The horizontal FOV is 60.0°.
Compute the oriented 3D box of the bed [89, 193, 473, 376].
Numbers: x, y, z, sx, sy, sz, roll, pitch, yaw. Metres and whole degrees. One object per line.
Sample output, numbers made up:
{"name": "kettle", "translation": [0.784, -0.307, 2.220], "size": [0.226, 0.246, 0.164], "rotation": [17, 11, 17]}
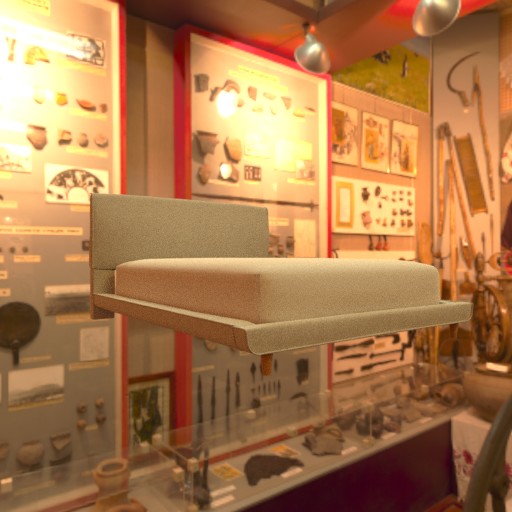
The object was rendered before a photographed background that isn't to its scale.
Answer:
{"name": "bed", "translation": [0.000, 0.000, 3.346], "size": [1.840, 1.067, 2.368], "rotation": [0, 0, -36]}
